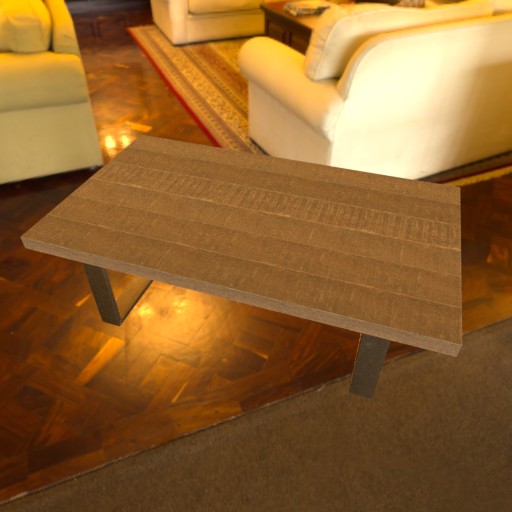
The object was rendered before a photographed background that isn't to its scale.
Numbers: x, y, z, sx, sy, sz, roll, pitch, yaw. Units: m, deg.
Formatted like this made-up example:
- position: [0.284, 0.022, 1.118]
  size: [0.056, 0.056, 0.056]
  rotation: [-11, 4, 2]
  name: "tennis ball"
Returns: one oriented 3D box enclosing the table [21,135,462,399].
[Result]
- position: [0.000, 0.000, 1.747]
  size: [1.400, 0.440, 0.800]
  rotation: [13, 43, 14]
  name: "table"
